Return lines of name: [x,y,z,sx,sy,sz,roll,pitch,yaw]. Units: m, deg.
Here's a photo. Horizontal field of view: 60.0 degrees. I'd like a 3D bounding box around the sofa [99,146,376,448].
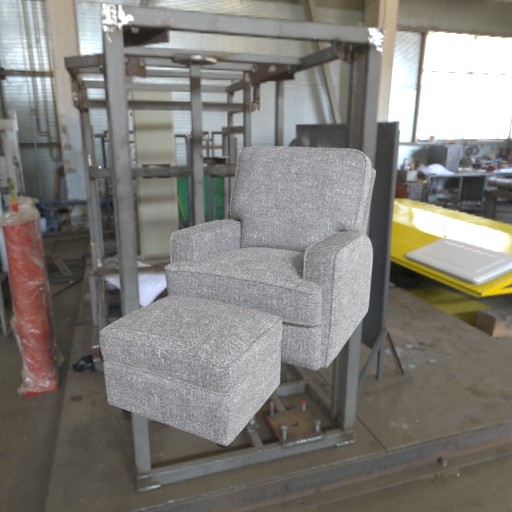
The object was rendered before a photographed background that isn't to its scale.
sofa: [0.000,0.000,2.059,0.861,0.959,1.472,8,17,26]
